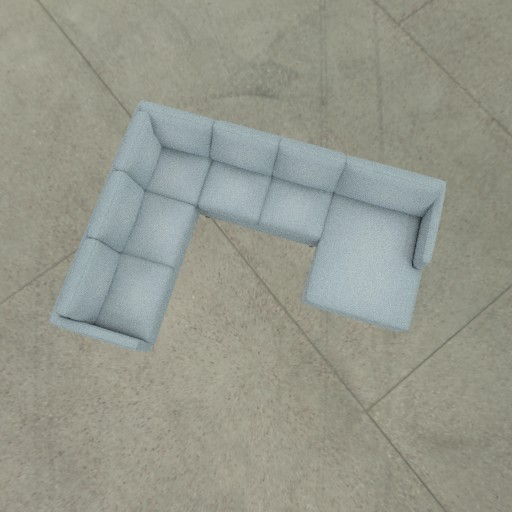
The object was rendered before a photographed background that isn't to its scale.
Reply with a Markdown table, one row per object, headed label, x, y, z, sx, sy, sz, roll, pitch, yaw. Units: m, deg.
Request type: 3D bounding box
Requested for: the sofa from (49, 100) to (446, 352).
| label | x | y | z | sx | sy | sz | roll | pitch | yaw |
| --- | --- | --- | --- | --- | --- | --- | --- | --- | --- |
| sofa | 0.000 | 0.000 | 4.620 | 3.403 | 0.889 | 2.551 | 16 | 76 | 4 |
